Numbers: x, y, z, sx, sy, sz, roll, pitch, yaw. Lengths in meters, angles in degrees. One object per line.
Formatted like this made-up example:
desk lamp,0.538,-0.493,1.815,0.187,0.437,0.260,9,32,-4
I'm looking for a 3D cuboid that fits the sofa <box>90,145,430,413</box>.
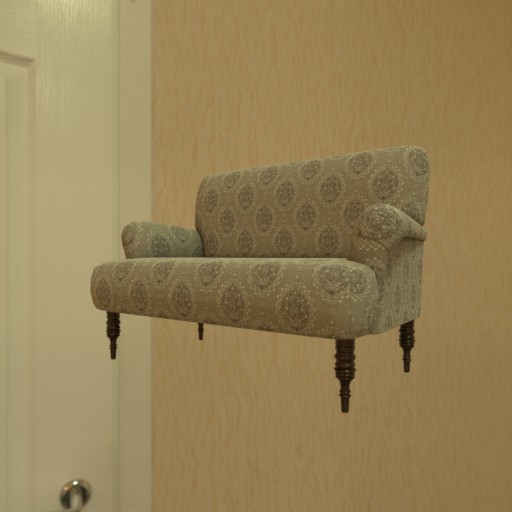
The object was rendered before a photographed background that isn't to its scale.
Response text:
sofa,0.000,0.000,1.821,1.297,0.889,0.779,0,0,37
